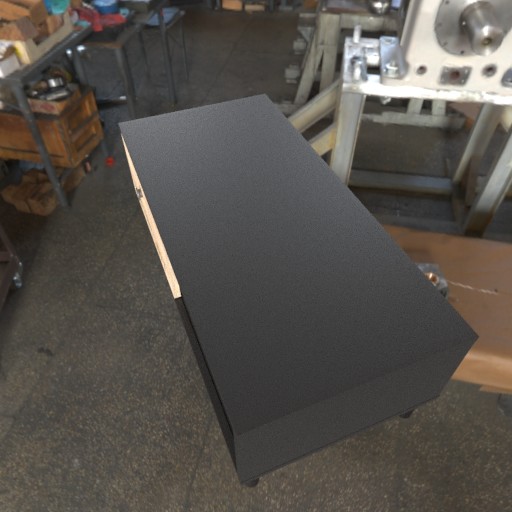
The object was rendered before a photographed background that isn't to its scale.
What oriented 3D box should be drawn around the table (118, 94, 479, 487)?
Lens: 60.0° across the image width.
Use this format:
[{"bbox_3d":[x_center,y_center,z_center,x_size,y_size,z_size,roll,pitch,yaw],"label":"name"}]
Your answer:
[{"bbox_3d":[0.000,0.000,1.321,0.550,0.400,1.100,-17,49,-15],"label":"table"}]
